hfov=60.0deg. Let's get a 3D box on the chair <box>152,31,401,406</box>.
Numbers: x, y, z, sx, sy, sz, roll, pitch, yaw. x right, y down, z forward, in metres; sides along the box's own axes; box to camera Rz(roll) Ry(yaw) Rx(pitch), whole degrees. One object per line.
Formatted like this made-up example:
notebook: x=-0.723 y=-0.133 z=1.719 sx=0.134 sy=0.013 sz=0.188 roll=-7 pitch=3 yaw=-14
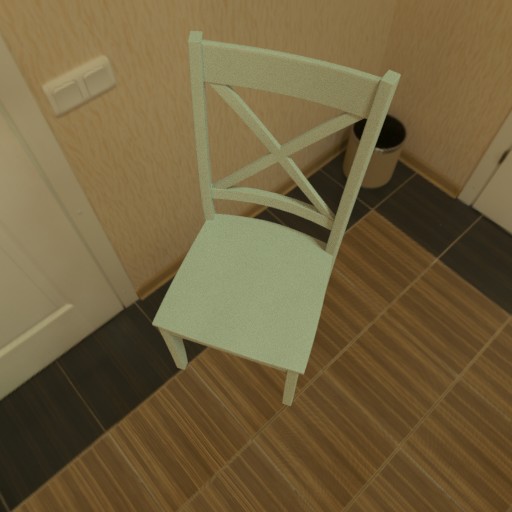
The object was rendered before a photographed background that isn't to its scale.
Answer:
chair: x=0.000 y=0.000 z=1.284 sx=0.485 sy=0.983 sz=0.542 roll=16 pitch=60 yaw=9
